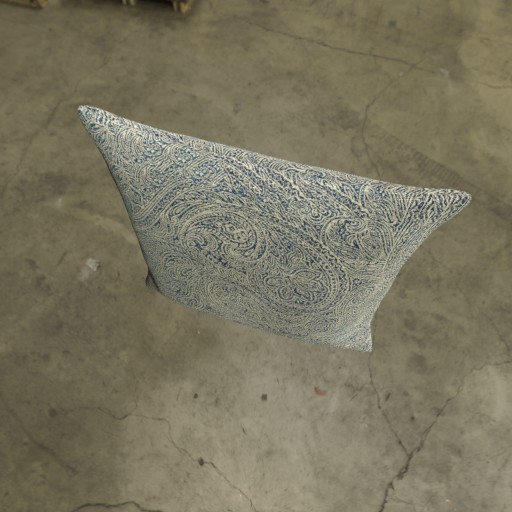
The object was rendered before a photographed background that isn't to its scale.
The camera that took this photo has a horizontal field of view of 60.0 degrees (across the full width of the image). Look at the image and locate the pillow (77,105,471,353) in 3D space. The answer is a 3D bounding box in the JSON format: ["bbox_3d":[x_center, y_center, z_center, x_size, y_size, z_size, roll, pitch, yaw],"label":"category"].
[{"bbox_3d":[0.000,0.000,0.769,0.523,0.510,0.166,15,60,9],"label":"pillow"}]
